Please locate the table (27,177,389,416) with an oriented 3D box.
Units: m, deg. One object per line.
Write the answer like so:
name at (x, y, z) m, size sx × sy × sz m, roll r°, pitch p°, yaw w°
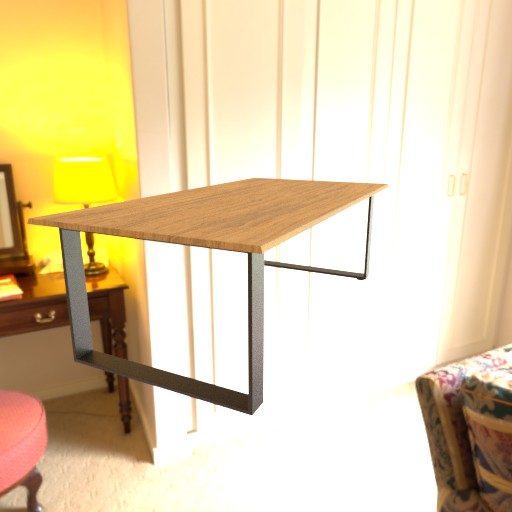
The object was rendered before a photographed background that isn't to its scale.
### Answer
table at (0.000, 0.000, 1.655) m, size 0.693 × 0.445 × 1.331 m, roll 7°, pitch 17°, yaw 26°
